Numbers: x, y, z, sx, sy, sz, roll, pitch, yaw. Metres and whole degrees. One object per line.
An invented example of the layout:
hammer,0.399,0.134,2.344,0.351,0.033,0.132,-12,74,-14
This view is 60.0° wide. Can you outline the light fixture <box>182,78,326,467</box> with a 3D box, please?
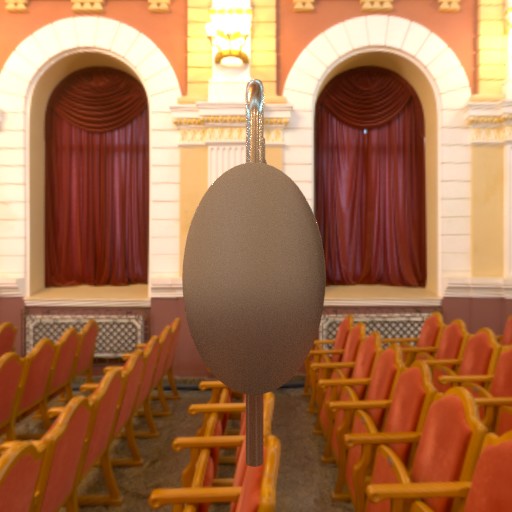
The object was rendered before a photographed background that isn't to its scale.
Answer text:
light fixture,0.000,0.000,0.440,0.108,0.343,0.216,0,0,1
